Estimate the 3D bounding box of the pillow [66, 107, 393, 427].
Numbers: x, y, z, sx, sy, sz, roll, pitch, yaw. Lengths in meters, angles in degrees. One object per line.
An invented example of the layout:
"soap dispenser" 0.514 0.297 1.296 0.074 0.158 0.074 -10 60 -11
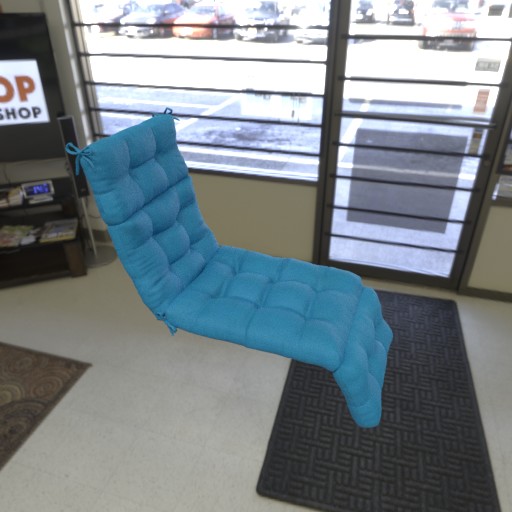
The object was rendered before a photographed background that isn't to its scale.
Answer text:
"pillow" 0.000 0.000 1.558 1.016 0.863 0.526 11 32 17
